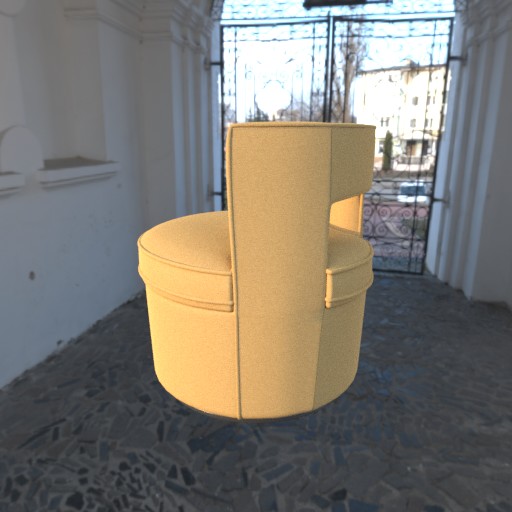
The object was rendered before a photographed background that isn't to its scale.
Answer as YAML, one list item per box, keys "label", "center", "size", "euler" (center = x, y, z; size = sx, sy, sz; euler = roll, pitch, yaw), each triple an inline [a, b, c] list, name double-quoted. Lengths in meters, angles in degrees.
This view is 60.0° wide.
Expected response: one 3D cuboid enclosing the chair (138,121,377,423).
- label: "chair"
  center: [0.000, 0.000, 1.278]
  size: [0.665, 0.723, 0.650]
  euler: [7, 16, 26]
